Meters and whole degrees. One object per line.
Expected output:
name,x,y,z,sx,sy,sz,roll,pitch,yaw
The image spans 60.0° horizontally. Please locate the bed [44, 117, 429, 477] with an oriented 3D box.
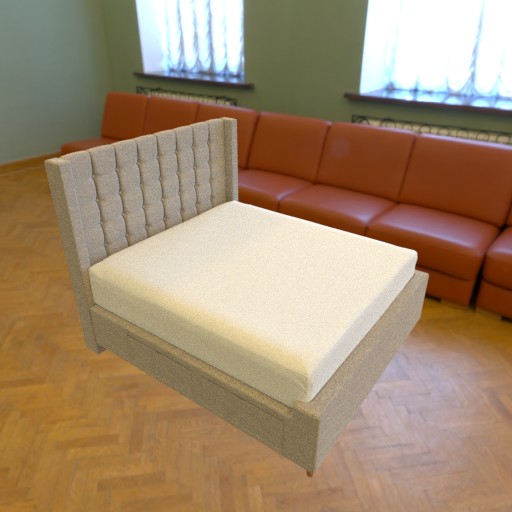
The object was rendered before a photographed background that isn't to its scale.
bed,0.000,0.000,3.748,2.372,1.748,2.044,19,33,31
